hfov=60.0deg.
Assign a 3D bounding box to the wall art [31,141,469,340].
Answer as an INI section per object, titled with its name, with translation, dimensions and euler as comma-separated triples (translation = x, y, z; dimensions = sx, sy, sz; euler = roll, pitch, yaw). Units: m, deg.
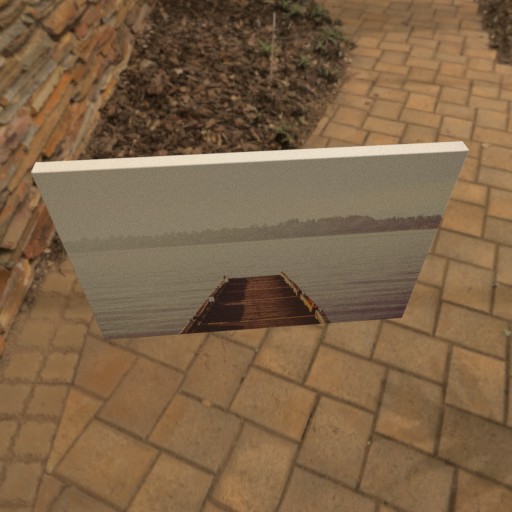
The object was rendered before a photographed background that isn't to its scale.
[wall art]
translation = 0.000, 0.000, 1.153
dimensions = 0.916, 0.609, 0.037
euler = -4, 46, -4
